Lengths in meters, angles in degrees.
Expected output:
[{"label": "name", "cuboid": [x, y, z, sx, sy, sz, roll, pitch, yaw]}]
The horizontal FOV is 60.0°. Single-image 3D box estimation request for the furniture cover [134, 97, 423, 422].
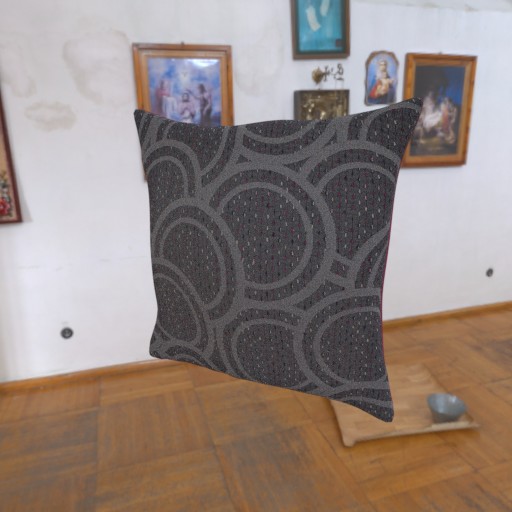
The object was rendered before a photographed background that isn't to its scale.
[{"label": "furniture cover", "cuboid": [0.000, 0.000, 0.785, 0.514, 0.513, 0.163, 8, 17, 26]}]
